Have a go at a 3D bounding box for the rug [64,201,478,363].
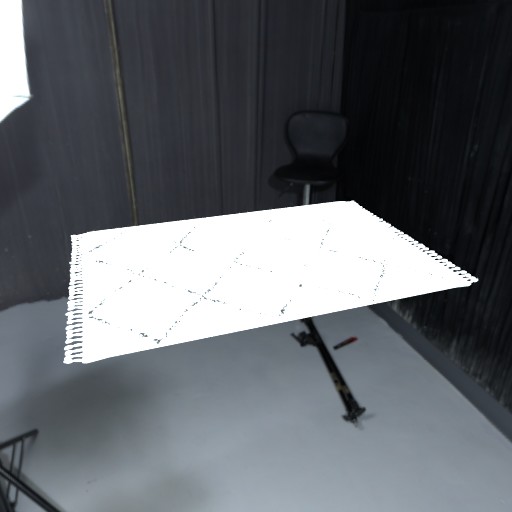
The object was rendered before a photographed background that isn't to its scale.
[{"bbox_3d":[0.000,0.000,2.895,2.307,0.031,1.494,-9,28,-17],"label":"rug"}]
